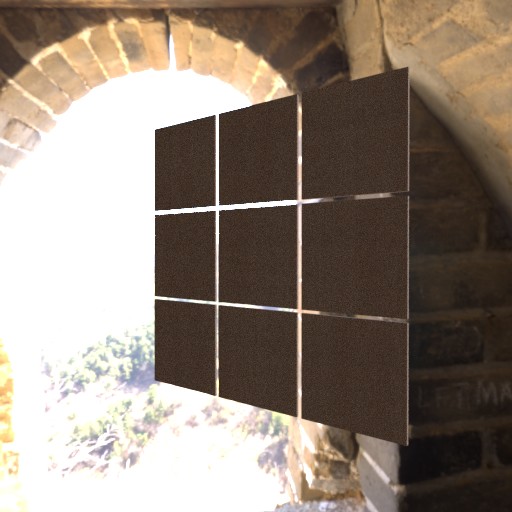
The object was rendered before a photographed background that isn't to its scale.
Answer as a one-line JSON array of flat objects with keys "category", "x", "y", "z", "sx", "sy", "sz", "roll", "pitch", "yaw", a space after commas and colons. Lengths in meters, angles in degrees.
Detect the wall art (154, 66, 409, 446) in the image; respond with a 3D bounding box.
[{"category": "wall art", "x": 0.000, "y": 0.000, "z": 1.789, "sx": 1.219, "sy": 1.218, "sz": 0.013, "roll": 0, "pitch": 1, "yaw": 37}]
